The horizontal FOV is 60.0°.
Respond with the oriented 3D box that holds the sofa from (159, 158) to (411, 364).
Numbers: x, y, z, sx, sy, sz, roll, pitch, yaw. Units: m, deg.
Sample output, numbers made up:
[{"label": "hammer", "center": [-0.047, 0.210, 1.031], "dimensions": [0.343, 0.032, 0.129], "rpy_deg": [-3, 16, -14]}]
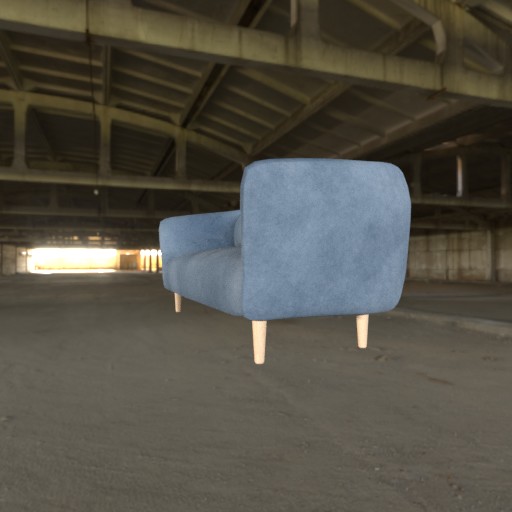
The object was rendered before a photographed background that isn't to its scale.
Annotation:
[{"label": "sofa", "center": [0.000, 0.000, 2.506], "dimensions": [0.849, 0.795, 2.095], "rpy_deg": [0, -1, -20]}]
